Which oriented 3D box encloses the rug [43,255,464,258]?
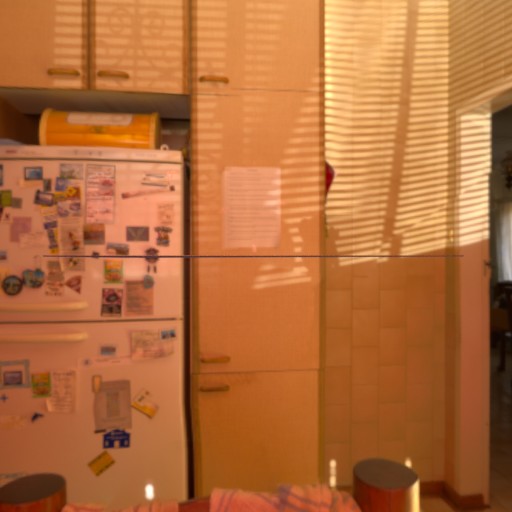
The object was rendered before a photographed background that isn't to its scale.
[{"bbox_3d":[0.000,0.000,3.748,2.940,0.011,2.053,0,0,-36],"label":"rug"}]
